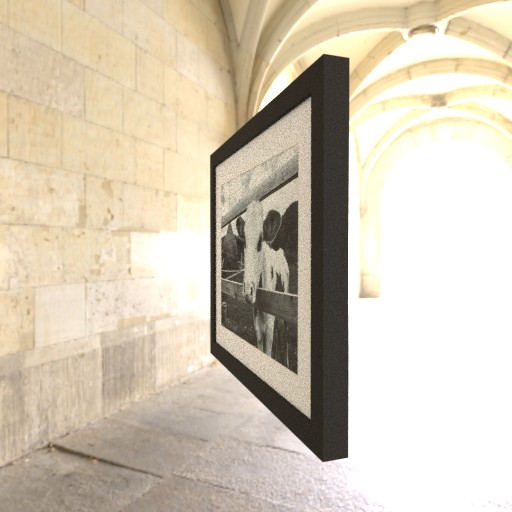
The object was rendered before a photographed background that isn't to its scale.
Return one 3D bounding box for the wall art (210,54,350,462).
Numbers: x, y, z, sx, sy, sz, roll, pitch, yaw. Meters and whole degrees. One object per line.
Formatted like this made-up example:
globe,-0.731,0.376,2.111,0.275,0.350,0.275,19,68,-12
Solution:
wall art,0.000,0.000,0.551,0.024,0.329,0.404,0,1,-19
